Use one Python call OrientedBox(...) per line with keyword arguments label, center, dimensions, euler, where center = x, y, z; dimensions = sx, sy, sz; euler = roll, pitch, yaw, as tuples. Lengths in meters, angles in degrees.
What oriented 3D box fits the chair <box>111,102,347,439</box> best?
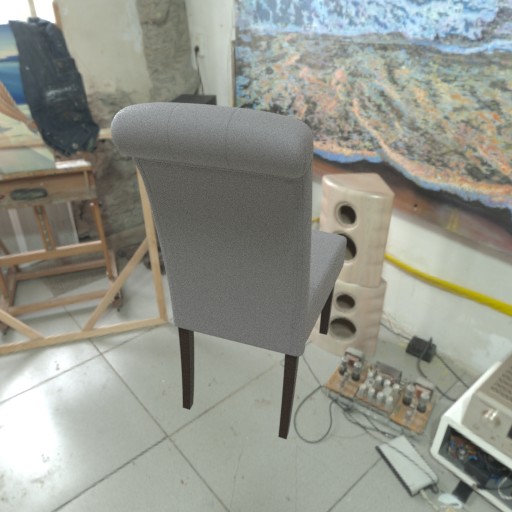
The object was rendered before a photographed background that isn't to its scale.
OrientedBox(label="chair", center=(0.000, 0.000, 1.342), dimensions=(0.456, 1.006, 0.671), euler=(11, 34, 16))
